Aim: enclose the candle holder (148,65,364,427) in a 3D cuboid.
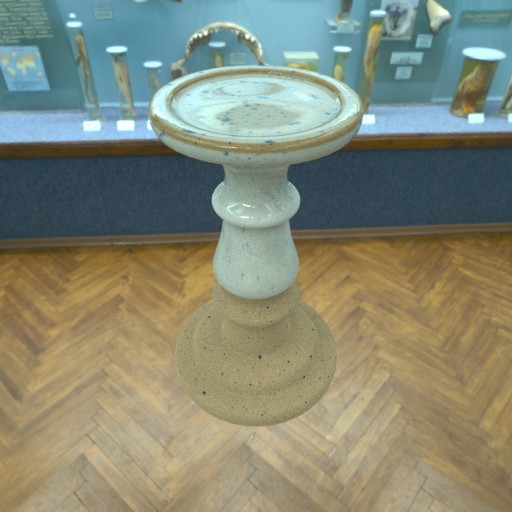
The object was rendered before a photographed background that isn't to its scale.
[{"bbox_3d":[0.000,0.000,0.280,0.123,0.202,0.123,0,40,0],"label":"candle holder"}]
